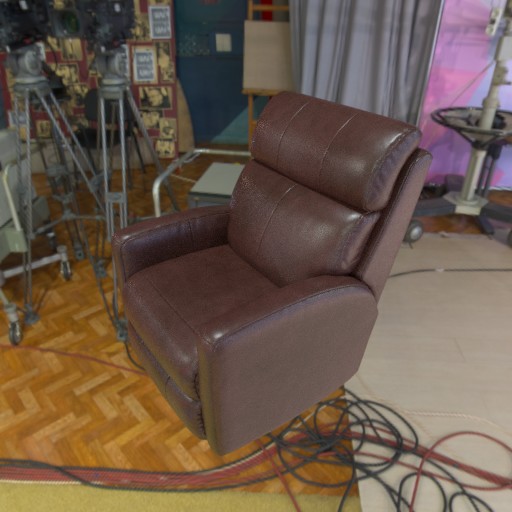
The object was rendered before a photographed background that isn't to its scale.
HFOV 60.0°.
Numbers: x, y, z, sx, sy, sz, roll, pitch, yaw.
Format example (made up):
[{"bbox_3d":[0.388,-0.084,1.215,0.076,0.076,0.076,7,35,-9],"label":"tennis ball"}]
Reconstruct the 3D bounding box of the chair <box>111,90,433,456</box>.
[{"bbox_3d":[0.000,0.000,1.677,0.939,1.016,0.787,-21,38,-30],"label":"chair"}]
